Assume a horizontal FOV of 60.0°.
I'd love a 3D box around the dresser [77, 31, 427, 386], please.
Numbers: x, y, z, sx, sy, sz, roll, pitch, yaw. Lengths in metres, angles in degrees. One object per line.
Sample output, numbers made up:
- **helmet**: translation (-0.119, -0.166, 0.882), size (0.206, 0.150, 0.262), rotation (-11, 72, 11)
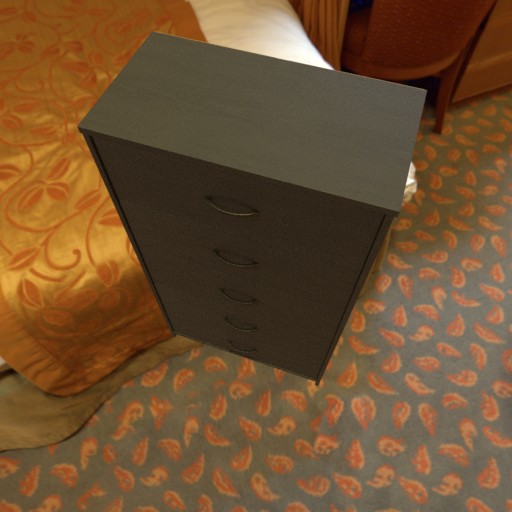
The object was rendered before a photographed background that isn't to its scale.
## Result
- **dresser**: translation (0.000, 0.000, 1.528), size (0.704, 1.255, 0.399), rotation (17, 60, 10)
